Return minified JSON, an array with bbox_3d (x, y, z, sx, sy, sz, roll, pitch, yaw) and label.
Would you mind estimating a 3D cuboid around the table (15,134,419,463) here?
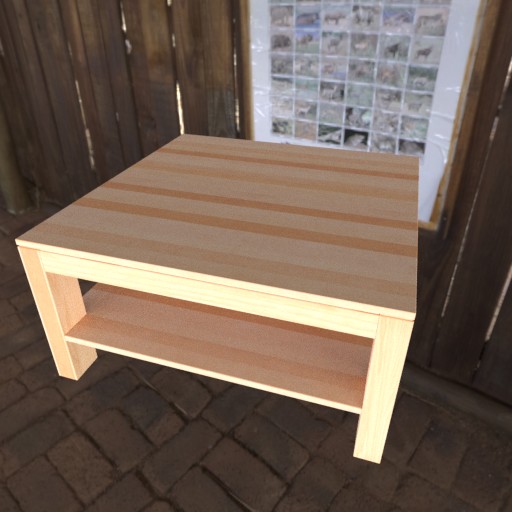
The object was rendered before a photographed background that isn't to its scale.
[{"bbox_3d":[0.000,0.000,1.405,0.900,0.450,0.900,10,33,15],"label":"table"}]
